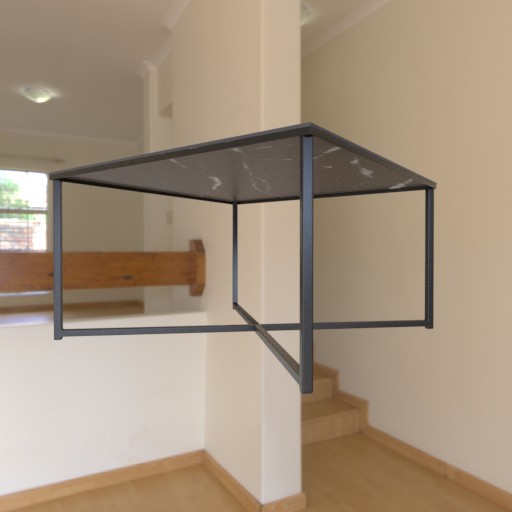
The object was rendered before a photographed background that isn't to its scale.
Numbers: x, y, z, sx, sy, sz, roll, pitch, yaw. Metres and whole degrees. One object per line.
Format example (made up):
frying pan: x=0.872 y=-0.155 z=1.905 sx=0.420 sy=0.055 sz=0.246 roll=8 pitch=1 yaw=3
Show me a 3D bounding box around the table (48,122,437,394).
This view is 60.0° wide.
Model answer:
table: x=0.000 y=0.000 z=1.282 sx=0.800 sy=0.450 sz=0.800 roll=0 pitch=1 yaw=36
